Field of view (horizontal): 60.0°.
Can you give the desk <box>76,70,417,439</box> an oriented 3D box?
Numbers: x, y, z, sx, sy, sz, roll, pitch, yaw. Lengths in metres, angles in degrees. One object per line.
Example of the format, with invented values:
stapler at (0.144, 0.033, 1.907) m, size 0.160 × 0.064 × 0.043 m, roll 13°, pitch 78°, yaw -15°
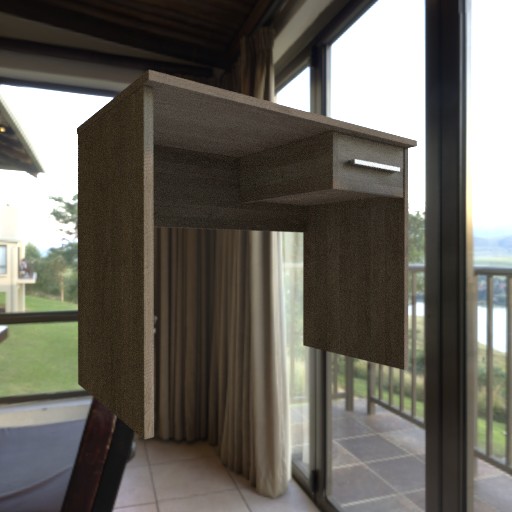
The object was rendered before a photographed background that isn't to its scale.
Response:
desk at (0.000, 0.000, 1.322) m, size 0.893 × 0.724 × 0.498 m, roll 0°, pitch 1°, yaw -37°
